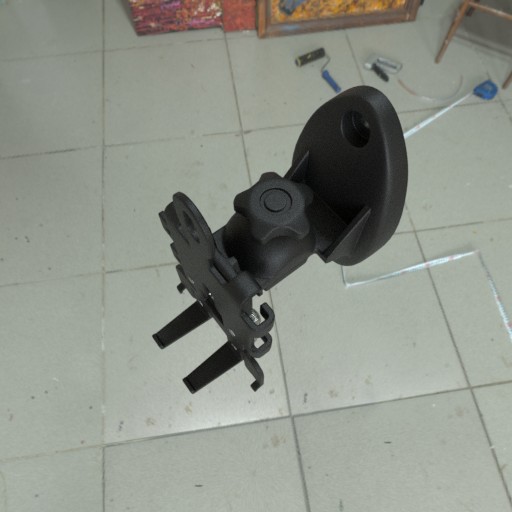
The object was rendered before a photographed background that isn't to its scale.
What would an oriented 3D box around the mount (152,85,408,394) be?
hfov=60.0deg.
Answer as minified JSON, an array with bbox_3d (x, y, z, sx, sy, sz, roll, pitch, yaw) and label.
[{"bbox_3d":[0.000,0.000,0.173,0.100,0.118,0.066,-35,69,-16],"label":"mount"}]
